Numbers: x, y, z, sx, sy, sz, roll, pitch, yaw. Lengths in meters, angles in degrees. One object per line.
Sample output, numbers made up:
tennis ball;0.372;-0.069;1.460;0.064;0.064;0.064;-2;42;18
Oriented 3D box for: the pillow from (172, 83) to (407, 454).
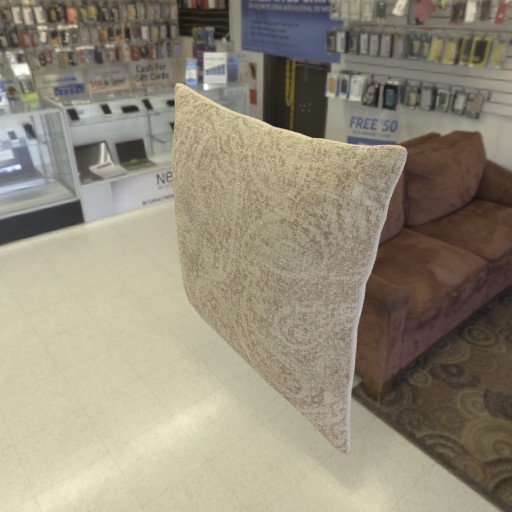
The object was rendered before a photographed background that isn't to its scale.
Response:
pillow;0.000;0.000;0.779;0.166;0.510;0.523;-21;36;-31
